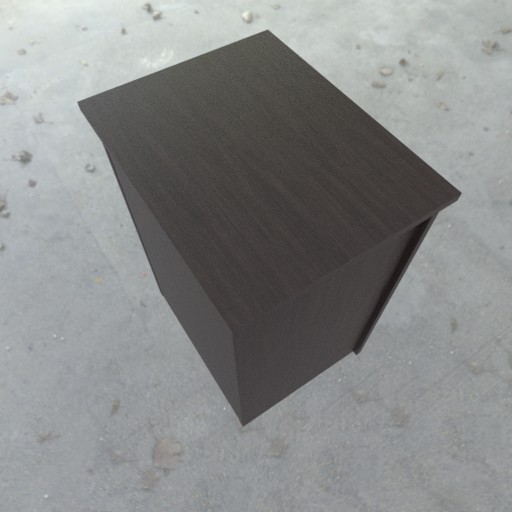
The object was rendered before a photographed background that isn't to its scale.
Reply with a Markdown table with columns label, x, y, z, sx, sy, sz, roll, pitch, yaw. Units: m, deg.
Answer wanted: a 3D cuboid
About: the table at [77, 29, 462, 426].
| label | x | y | z | sx | sy | sz | roll | pitch | yaw |
| --- | --- | --- | --- | --- | --- | --- | --- | --- | --- |
| table | 0.000 | 0.000 | 0.937 | 0.381 | 0.635 | 0.480 | -29 | 62 | -17 |
